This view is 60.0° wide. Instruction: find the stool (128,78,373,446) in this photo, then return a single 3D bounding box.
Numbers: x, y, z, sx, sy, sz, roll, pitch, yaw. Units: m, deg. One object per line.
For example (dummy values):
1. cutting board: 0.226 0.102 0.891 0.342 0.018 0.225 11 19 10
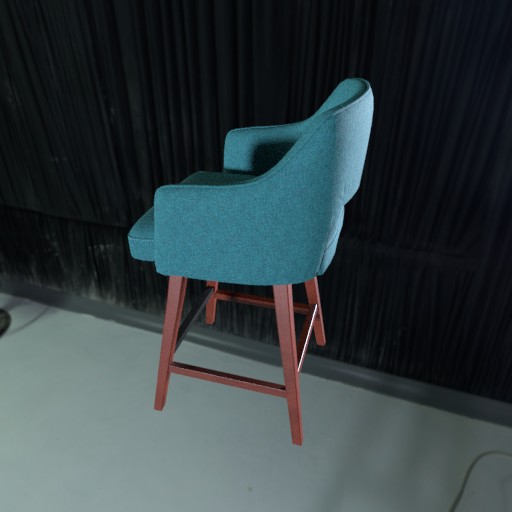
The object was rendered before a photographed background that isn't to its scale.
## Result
1. stool: 0.000 0.000 1.298 0.556 0.961 0.548 8 32 14
